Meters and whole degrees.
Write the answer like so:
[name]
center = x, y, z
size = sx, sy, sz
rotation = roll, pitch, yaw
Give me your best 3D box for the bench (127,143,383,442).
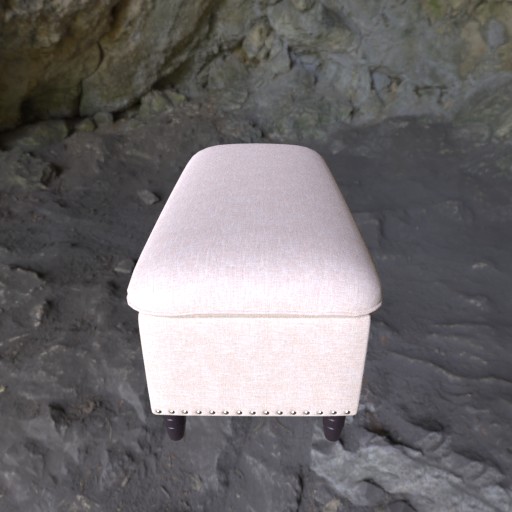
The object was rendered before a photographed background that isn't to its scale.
[bench]
center = 0.000, 0.000, 1.276
size = 0.483, 0.483, 0.991
rotation = 0, 28, 0
